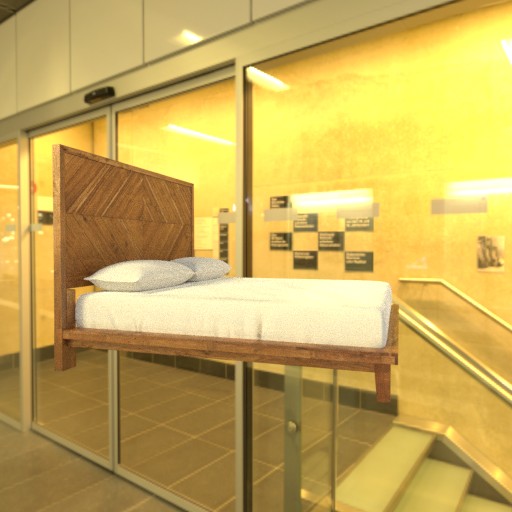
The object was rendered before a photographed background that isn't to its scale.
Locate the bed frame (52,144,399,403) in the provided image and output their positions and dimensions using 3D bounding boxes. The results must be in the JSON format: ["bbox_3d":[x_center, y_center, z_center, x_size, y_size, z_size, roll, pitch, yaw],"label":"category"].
[{"bbox_3d":[0.000,0.000,3.636,2.235,1.537,2.038,0,1,18],"label":"bed frame"}]
